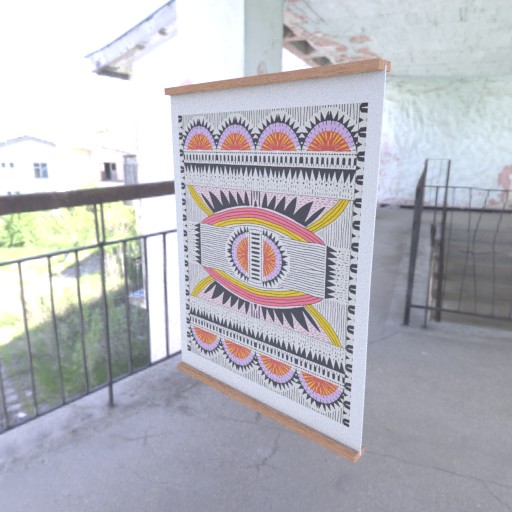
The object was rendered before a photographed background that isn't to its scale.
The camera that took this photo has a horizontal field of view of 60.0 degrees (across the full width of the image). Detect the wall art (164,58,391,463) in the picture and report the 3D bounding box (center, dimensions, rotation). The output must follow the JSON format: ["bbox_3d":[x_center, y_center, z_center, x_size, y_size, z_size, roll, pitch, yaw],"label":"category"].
[{"bbox_3d":[0.000,0.000,0.699,0.403,0.527,0.028,13,19,41],"label":"wall art"}]
